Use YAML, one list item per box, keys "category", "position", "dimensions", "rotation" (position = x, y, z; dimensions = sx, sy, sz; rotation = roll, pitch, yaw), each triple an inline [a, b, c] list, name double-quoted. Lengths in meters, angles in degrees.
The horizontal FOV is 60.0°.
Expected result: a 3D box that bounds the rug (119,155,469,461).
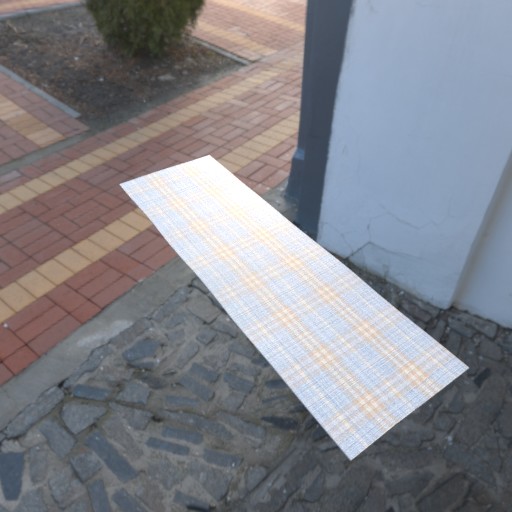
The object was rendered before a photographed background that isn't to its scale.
- category: "rug"
  position: [0.000, 0.000, 2.672]
  dimensions: [0.762, 0.013, 2.439]
  rotation: [-25, 48, -25]
